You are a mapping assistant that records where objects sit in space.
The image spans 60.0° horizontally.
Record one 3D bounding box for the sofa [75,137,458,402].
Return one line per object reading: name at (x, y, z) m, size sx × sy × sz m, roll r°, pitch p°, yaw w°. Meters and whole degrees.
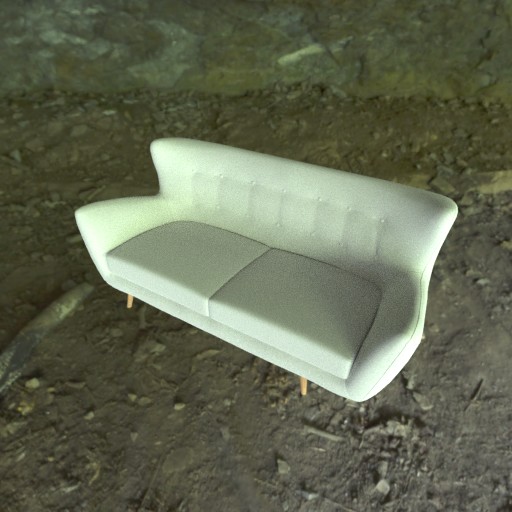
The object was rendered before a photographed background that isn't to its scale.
sofa at (0.000, 0.000, 2.433) m, size 1.930 × 0.890 × 0.899 m, roll 19°, pitch 37°, yaw 28°
